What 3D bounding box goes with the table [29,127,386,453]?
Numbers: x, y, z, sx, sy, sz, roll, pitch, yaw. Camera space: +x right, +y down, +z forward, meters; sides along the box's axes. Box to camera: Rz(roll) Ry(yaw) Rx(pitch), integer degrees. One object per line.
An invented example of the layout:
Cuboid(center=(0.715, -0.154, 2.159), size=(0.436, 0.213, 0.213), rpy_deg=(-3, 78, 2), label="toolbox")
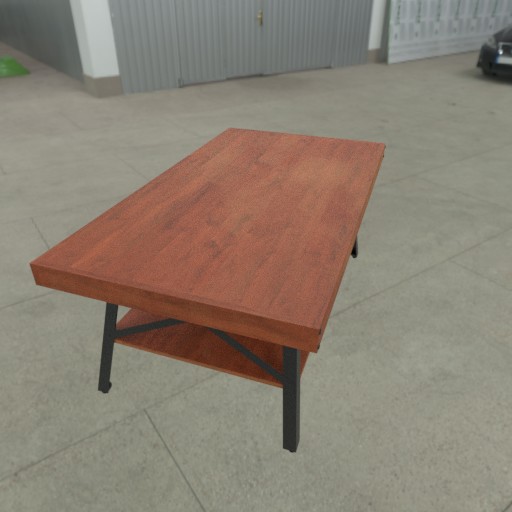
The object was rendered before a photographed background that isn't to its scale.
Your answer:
Cuboid(center=(0.000, 0.000, 1.369), size=(0.610, 0.457, 1.067), rpy_deg=(11, 33, 17), label="table")
